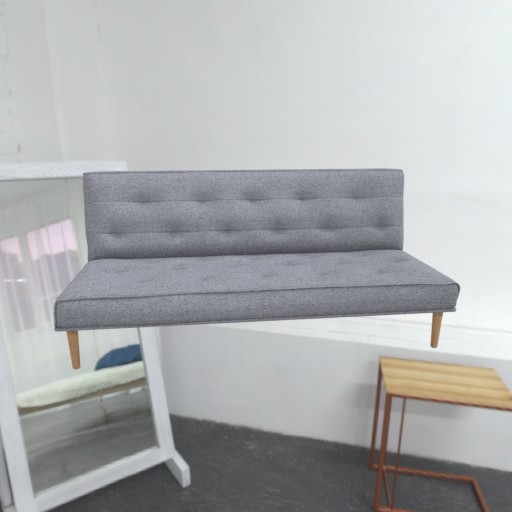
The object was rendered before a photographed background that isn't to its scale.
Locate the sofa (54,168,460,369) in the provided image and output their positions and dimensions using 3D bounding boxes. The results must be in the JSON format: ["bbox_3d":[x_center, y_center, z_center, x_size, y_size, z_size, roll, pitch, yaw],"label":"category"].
[{"bbox_3d":[0.000,0.000,2.293,1.820,0.830,0.810,-2,16,-7],"label":"sofa"}]
